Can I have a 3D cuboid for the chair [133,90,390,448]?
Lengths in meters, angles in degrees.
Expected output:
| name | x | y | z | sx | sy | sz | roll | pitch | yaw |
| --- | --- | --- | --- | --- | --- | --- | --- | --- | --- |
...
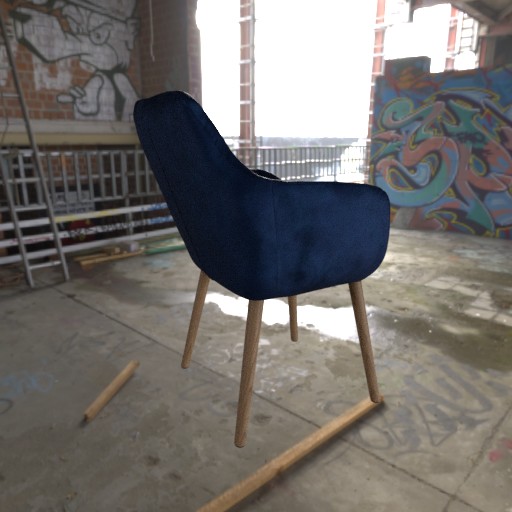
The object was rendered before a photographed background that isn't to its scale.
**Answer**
| name | x | y | z | sx | sy | sz | roll | pitch | yaw |
| --- | --- | --- | --- | --- | --- | --- | --- | --- | --- |
| chair | 0.000 | 0.000 | 1.242 | 0.573 | 0.826 | 0.578 | -8 | 17 | -26 |
